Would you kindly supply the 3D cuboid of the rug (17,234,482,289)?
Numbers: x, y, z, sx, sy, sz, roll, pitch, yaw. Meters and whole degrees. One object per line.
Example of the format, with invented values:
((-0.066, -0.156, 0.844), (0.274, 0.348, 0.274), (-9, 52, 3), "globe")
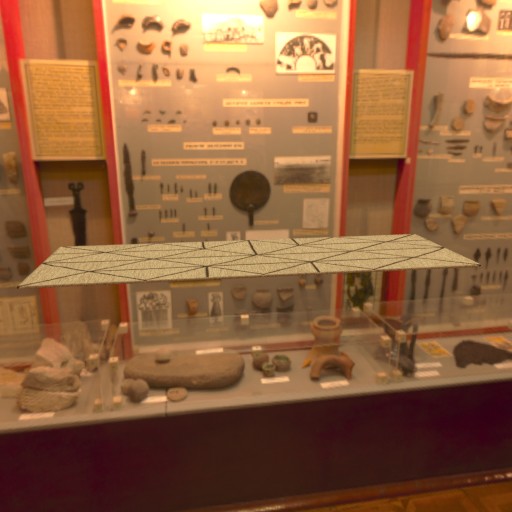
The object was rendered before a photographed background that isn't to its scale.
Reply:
((0.000, 0.000, 2.661), (2.438, 0.012, 0.762), (-2, 16, -8), "rug")
